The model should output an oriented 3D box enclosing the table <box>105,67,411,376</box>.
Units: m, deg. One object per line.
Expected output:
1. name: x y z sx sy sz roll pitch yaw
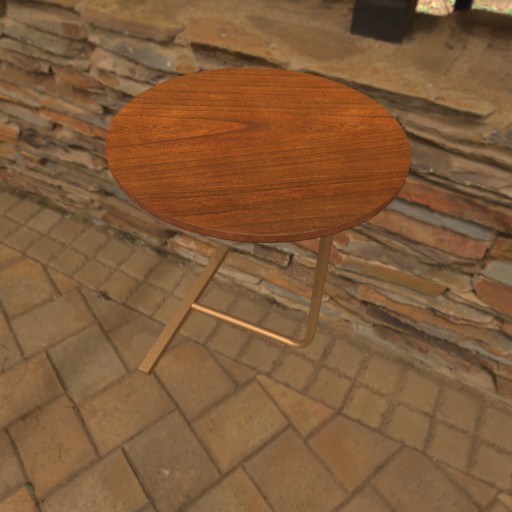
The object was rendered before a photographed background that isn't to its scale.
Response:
1. table: 0.000 0.000 1.109 0.577 0.706 0.530 18 51 15
